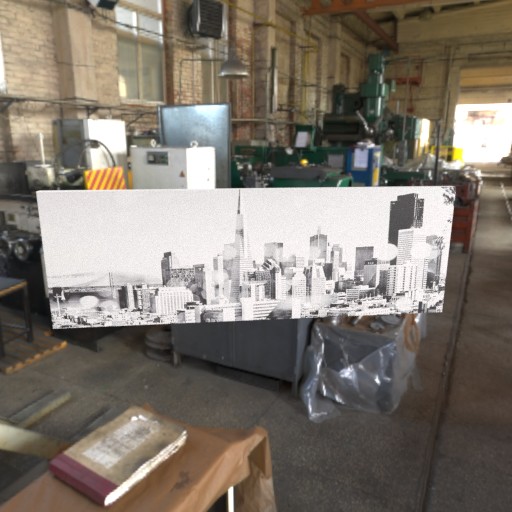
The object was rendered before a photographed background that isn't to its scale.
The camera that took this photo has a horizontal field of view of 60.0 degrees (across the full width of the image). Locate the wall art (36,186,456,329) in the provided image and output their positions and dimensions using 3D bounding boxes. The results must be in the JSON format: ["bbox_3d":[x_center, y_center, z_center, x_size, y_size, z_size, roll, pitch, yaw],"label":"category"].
[{"bbox_3d":[0.000,0.000,1.678,1.520,0.507,0.039,-2,15,-6],"label":"wall art"}]
